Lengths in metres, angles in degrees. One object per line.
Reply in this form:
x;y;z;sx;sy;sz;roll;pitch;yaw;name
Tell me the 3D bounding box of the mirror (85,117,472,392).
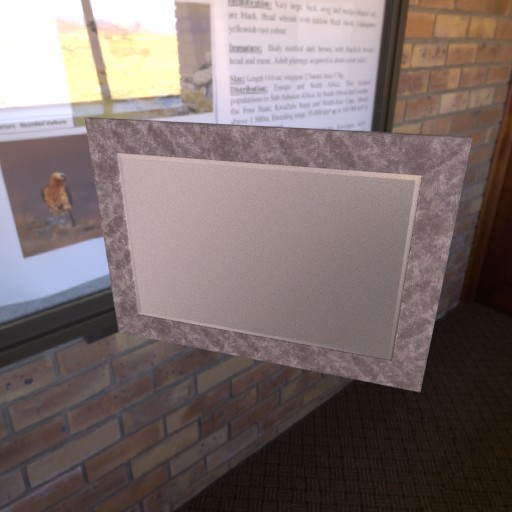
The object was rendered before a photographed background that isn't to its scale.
0.000;0.000;1.399;1.101;0.795;0.022;8;26;16;mirror
